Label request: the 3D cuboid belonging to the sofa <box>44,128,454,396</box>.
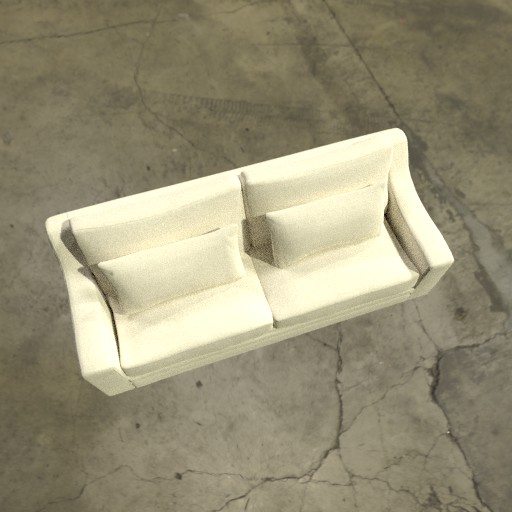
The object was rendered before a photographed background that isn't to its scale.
[{"bbox_3d":[0.000,0.000,3.021,2.470,1.022,1.009,-16,63,-8],"label":"sofa"}]
